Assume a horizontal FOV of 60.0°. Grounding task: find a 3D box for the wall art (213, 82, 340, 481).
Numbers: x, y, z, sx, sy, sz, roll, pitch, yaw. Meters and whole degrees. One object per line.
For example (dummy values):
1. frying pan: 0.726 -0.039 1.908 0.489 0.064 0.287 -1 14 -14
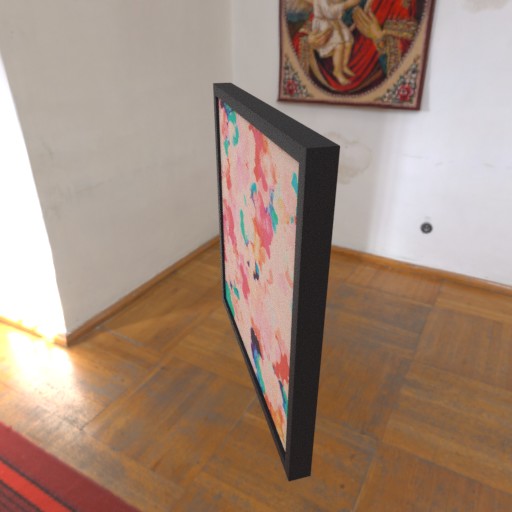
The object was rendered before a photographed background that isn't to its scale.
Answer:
1. wall art: 0.000 0.000 0.767 0.036 0.503 0.506 -7 29 -13
